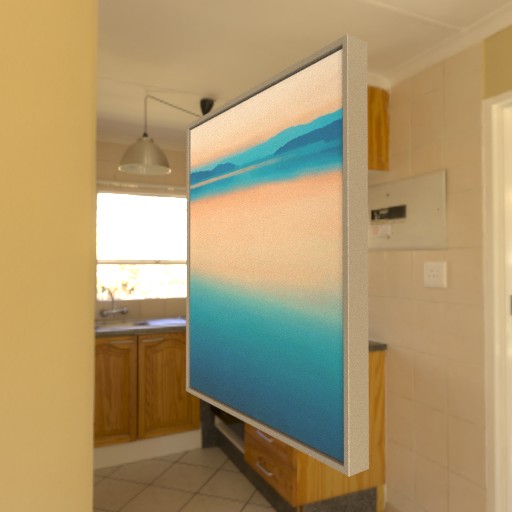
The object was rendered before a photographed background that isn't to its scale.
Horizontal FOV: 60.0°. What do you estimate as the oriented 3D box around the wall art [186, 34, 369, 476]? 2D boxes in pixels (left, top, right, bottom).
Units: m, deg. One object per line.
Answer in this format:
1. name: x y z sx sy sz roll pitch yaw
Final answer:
1. wall art: 0.000 0.000 0.750 0.037 0.554 0.453 1 -1 -35
